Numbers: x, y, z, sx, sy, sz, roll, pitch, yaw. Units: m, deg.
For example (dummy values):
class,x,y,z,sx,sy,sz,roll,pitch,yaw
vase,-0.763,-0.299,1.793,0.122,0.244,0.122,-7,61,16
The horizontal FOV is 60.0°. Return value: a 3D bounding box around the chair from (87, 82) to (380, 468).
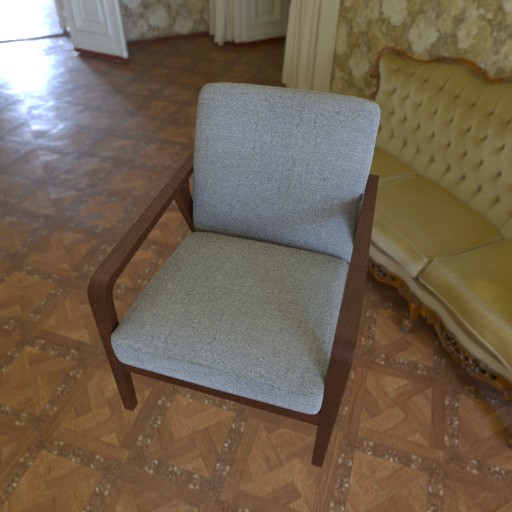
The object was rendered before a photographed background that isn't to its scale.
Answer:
class,x,y,z,sx,sy,sz,roll,pitch,yaw
chair,0.000,0.000,1.439,0.704,0.847,0.858,11,42,13
